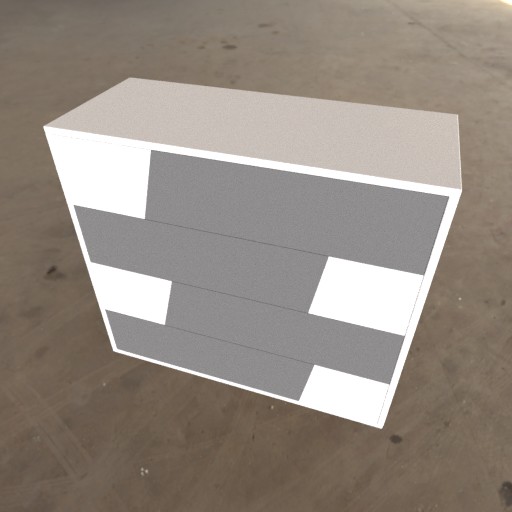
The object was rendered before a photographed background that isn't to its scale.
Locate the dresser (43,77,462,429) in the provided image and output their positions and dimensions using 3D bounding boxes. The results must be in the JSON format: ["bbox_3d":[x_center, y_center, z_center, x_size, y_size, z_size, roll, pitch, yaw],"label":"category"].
[{"bbox_3d":[0.000,0.000,1.583,1.100,1.000,0.460,12,40,14],"label":"dresser"}]
